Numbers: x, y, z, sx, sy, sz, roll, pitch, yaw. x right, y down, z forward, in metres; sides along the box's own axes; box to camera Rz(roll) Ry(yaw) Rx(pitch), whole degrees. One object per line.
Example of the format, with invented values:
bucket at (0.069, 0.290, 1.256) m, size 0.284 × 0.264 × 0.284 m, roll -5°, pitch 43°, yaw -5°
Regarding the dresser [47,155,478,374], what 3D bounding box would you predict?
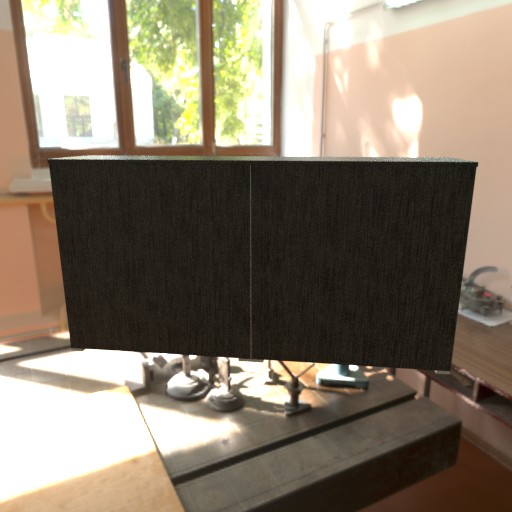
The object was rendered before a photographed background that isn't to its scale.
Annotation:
dresser at (0.000, 0.000, 1.831) m, size 1.535 × 0.790 × 0.333 m, roll 2°, pitch 15°, yaw 7°
